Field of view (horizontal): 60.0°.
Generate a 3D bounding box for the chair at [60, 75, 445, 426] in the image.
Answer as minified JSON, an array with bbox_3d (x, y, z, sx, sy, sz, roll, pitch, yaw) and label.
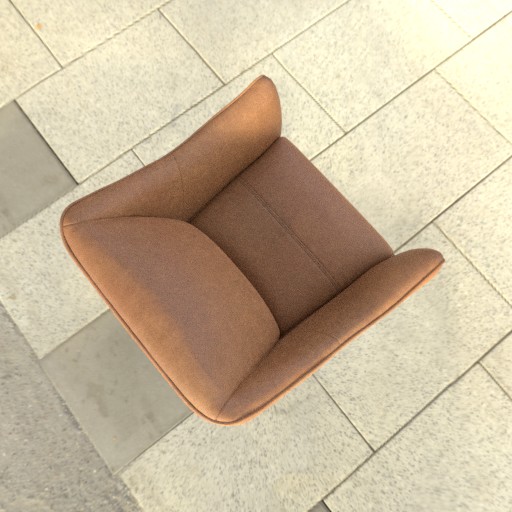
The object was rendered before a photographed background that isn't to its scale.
[{"bbox_3d":[0.000,0.000,1.541,0.852,0.830,0.871,-40,80,-9],"label":"chair"}]
